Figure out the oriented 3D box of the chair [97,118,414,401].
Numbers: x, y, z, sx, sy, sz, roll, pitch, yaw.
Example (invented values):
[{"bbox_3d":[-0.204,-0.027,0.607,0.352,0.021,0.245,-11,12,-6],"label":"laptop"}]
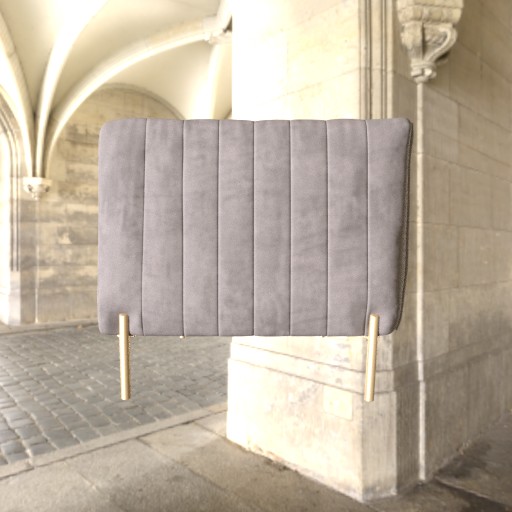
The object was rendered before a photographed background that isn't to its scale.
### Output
[{"bbox_3d":[0.000,0.000,1.655,0.873,0.779,0.981,0,0,0],"label":"chair"}]
